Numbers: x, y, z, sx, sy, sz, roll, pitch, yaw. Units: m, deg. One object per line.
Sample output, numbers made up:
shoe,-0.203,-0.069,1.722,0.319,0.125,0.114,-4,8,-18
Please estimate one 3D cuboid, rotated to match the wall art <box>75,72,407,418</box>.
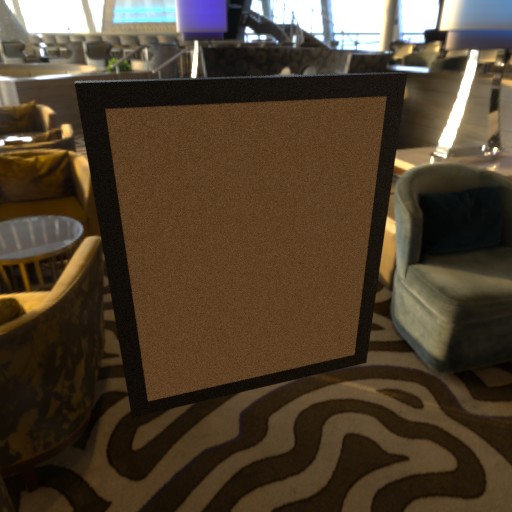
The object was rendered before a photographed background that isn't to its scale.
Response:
wall art,0.000,0.000,0.676,0.432,0.508,0.025,-8,28,-16
